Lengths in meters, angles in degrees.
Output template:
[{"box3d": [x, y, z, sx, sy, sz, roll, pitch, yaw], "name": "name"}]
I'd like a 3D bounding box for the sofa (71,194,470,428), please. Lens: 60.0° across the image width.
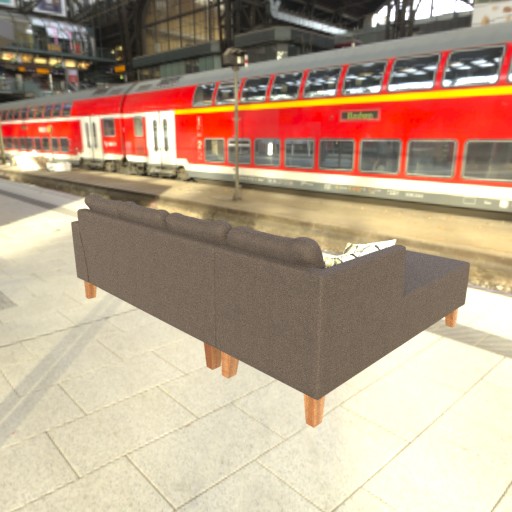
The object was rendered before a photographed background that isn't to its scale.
[{"box3d": [0.000, 0.000, 3.559, 1.829, 0.932, 2.679, -15, 21, -43], "name": "sofa"}]
